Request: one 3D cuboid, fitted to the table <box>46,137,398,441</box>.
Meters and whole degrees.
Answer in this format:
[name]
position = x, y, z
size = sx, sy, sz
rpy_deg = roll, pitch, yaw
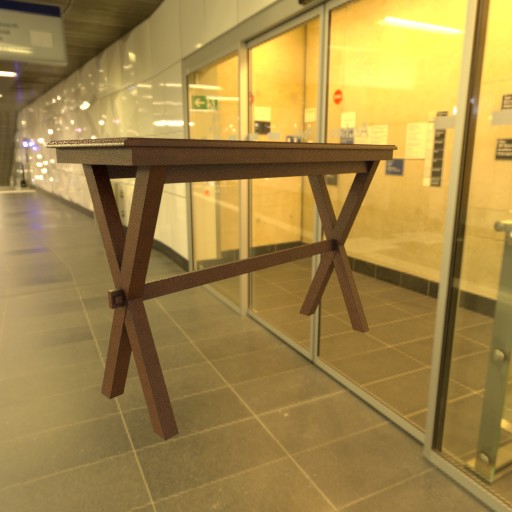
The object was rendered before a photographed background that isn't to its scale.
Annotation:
[table]
position = 0.000, 0.000, 1.551
size = 0.399, 0.763, 1.197
rpy_deg = 12, 18, 43
